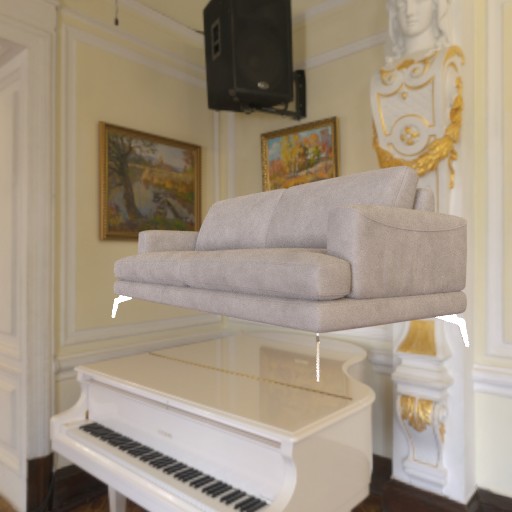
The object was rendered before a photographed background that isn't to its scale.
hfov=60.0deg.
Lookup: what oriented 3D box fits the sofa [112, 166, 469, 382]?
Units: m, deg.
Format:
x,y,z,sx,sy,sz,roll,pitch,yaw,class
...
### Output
x,y,z,sx,sy,sz,roll,pitch,yaw,class
0.000,0.000,2.526,0.980,0.830,2.013,0,0,-37,sofa
